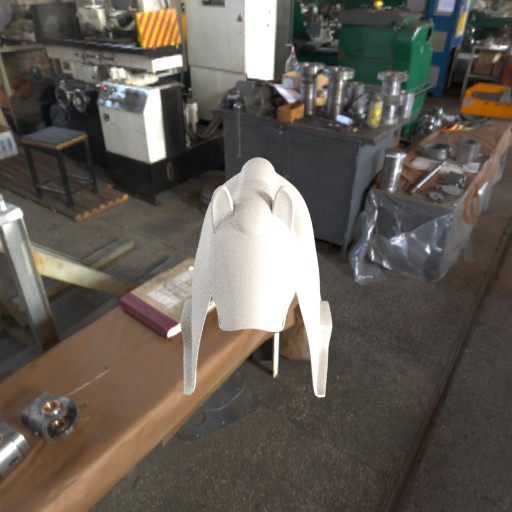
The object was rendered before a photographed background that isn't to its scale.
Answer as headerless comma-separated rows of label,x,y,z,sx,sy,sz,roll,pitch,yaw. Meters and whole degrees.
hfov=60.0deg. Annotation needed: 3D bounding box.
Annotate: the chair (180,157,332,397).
chair,0.000,0.000,1.128,0.429,0.612,0.800,1,32,1
